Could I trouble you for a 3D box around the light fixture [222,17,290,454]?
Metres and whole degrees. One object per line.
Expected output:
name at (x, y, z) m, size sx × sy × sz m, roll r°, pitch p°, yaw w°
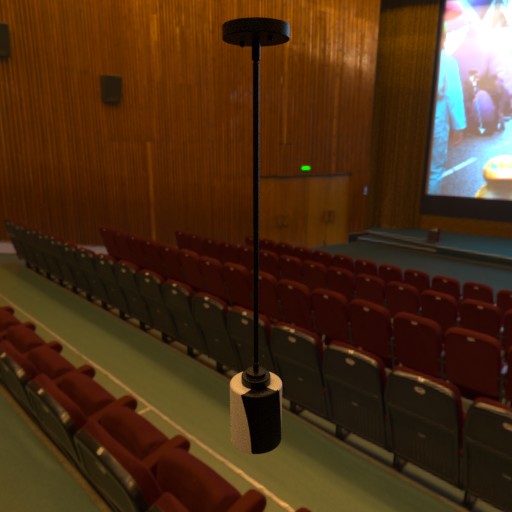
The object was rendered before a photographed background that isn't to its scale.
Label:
light fixture at (0.000, 0.000, 0.915) m, size 0.123 × 0.863 × 0.123 m, roll 14°, pitch 20°, yaw 42°
